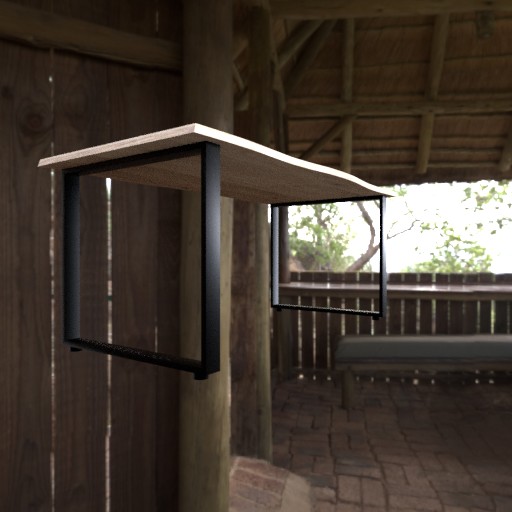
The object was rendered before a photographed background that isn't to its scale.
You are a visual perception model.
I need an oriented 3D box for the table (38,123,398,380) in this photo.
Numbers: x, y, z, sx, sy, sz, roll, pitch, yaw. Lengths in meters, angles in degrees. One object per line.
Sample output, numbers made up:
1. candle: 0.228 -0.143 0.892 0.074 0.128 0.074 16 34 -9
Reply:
1. table: 0.000 0.000 2.258 0.900 0.780 1.800 0 0 36
